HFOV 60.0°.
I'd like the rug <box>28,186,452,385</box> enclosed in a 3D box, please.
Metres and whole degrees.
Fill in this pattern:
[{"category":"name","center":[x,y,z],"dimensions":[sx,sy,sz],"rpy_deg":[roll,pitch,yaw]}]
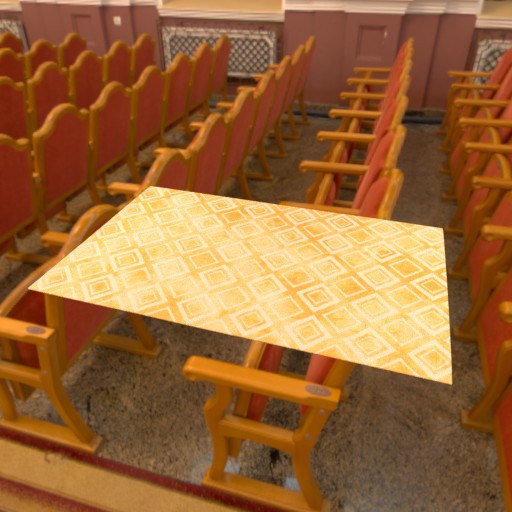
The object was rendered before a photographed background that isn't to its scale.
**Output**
[{"category":"rug","center":[0.000,0.000,2.981],"dimensions":[2.424,0.010,1.511],"rpy_deg":[10,35,14]}]
